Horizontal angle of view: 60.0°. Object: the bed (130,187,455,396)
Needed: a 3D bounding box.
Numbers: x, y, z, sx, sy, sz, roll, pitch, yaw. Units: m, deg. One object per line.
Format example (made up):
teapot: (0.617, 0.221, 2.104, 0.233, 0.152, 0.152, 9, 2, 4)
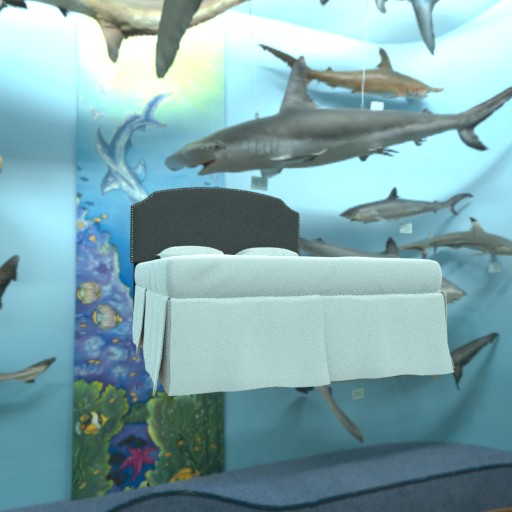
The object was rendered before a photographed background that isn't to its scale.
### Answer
bed: (0.000, 0.000, 2.995, 1.558, 1.270, 1.999, 1, -2, -19)
